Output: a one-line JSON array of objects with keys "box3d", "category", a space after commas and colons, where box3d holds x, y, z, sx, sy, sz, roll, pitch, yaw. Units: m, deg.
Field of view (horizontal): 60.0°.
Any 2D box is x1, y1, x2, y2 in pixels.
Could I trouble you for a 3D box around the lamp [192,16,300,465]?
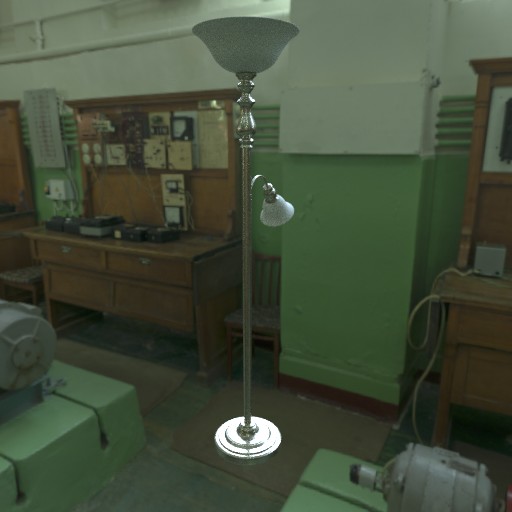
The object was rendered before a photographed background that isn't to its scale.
[{"box3d": [0.000, 0.000, 1.963, 0.405, 1.785, 0.575, 7, 15, 26], "category": "lamp"}]
